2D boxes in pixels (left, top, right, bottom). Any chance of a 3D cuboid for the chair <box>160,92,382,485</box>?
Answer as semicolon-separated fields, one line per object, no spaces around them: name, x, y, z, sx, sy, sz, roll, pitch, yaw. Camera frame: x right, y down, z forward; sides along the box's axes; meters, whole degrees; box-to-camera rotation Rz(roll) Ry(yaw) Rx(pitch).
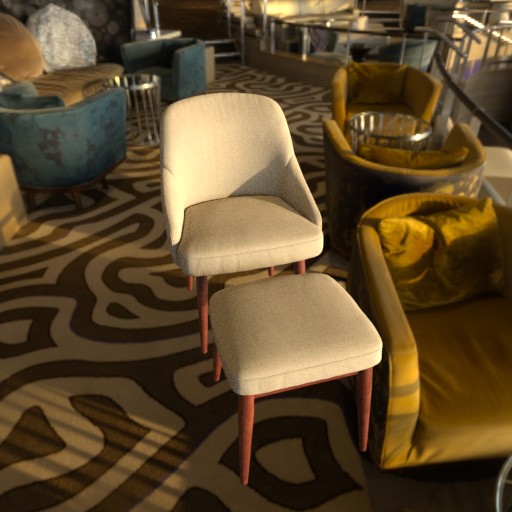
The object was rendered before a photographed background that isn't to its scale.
chair;0.000;0.000;1.573;0.584;0.866;1.114;-9;35;-13
